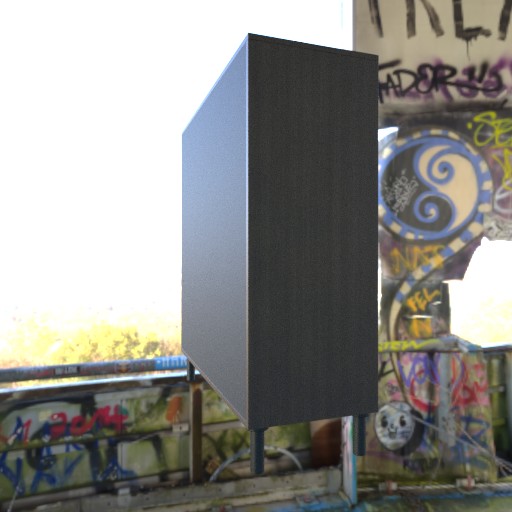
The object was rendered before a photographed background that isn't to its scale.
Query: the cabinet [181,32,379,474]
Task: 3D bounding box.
[{"bbox_3d":[0.000,0.000,1.699,0.400,1.170,1.010,0,0,-19],"label":"cabinet"}]
